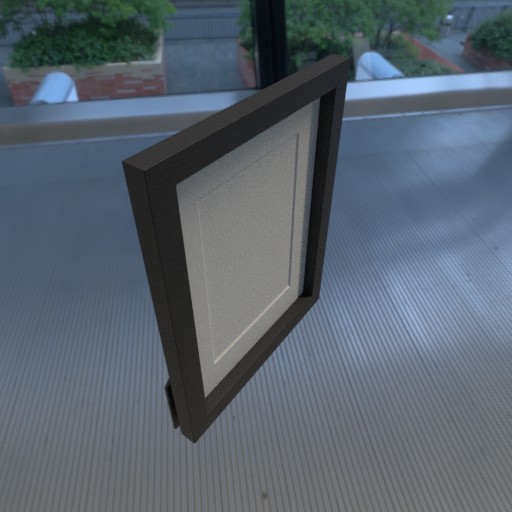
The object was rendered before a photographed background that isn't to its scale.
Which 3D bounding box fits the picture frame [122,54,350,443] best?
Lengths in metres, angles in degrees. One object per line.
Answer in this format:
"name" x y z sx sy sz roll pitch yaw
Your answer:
"picture frame" 0.000 0.000 0.527 0.036 0.383 0.307 25 47 27
